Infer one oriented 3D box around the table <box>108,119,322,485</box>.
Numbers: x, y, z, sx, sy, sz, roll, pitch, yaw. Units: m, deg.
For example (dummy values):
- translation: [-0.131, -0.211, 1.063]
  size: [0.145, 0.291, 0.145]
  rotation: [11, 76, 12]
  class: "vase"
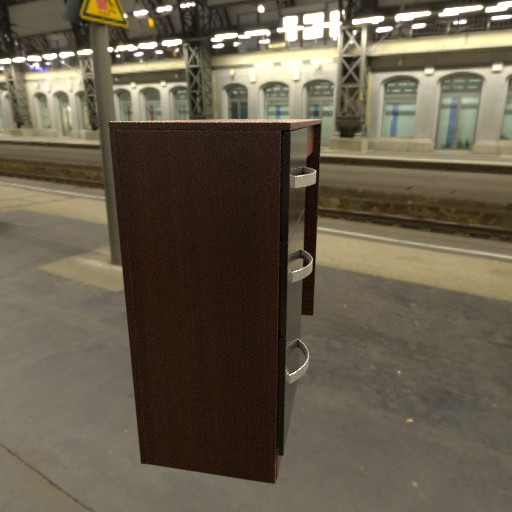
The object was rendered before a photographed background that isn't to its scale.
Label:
- translation: [0.000, 0.000, 1.348]
  size: [0.380, 0.790, 0.930]
  rotation: [3, 18, 11]
  class: "table"
